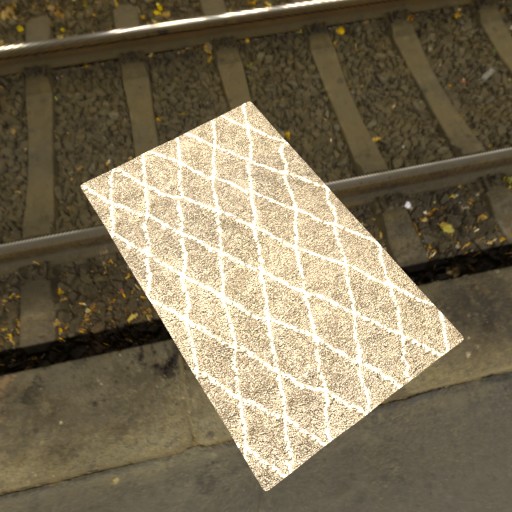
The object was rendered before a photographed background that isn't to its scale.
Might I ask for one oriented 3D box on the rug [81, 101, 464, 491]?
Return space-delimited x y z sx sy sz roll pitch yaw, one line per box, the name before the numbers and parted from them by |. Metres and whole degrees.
rug | 0.000 0.000 3.048 1.524 0.030 2.438 -31 68 -14
